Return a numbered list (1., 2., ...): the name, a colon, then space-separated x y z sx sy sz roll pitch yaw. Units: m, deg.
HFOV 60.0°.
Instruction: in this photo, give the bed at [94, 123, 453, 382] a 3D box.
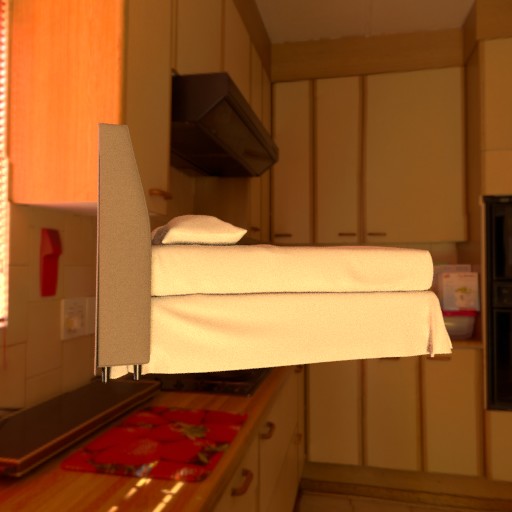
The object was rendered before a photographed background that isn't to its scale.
1. bed: 0.000 0.000 3.440 2.276 1.332 1.925 0 -1 -17
